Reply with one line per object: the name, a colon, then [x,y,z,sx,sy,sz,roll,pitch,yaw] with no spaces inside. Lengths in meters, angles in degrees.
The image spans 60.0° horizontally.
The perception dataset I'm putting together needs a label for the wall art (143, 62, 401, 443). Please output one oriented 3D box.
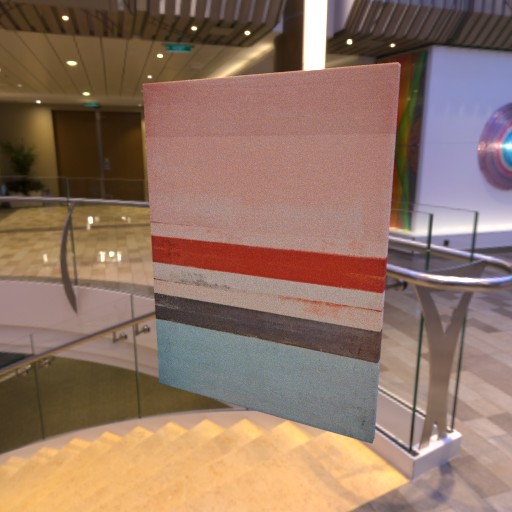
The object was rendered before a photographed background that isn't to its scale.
wall art: [0.000,0.000,1.332,0.761,1.016,0.039,7,15,26]
